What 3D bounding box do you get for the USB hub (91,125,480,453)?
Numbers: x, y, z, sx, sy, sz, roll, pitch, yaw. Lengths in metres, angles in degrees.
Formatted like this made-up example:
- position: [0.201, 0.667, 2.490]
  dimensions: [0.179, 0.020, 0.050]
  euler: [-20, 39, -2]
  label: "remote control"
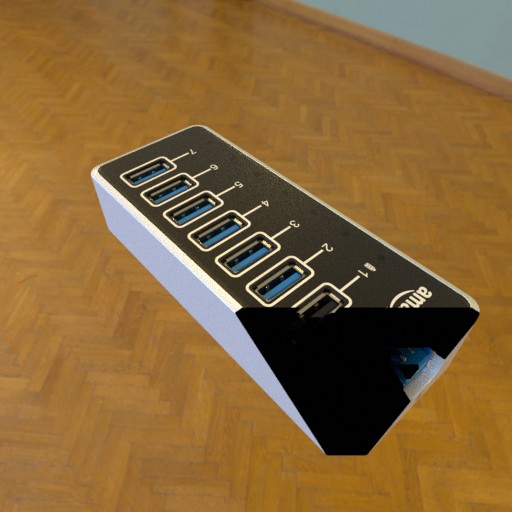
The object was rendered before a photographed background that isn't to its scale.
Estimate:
- position: [0.000, 0.000, 0.127]
  dimensions: [0.044, 0.023, 0.110]
  euler: [-33, 55, -27]
  label: "USB hub"
